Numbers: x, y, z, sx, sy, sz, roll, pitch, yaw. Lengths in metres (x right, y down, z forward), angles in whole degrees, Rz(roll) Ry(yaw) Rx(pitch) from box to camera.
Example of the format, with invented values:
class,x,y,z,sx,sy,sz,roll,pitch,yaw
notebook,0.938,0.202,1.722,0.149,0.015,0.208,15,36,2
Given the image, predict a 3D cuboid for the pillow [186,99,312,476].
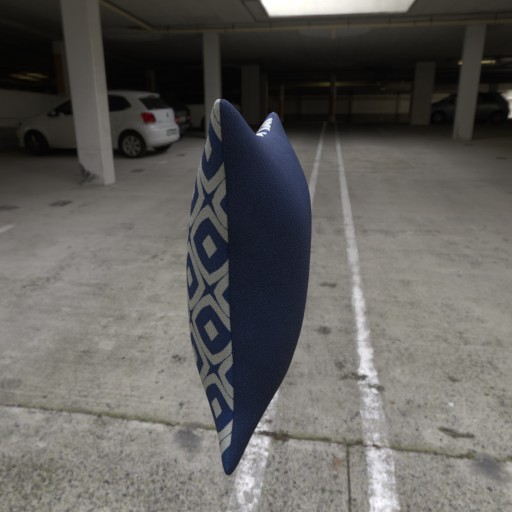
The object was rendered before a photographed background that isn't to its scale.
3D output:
class,x,y,z,sx,sy,sz,roll,pitch,yaw
pillow,0.000,0.000,0.777,0.188,0.494,0.504,3,17,8
